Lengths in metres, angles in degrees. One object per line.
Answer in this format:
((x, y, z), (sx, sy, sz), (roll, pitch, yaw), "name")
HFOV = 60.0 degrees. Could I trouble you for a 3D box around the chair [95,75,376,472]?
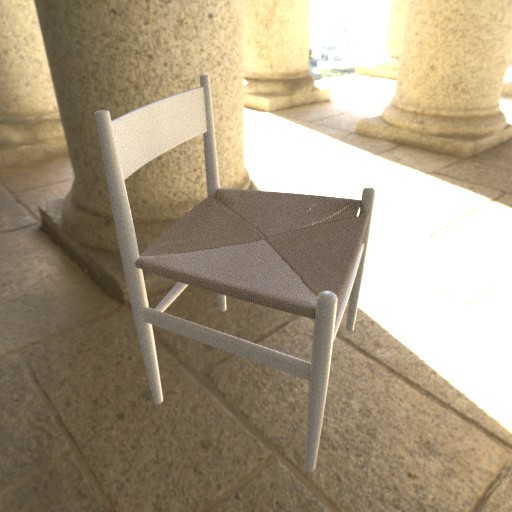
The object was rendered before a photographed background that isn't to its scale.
((0.000, 0.000, 1.108), (0.495, 0.762, 0.556), (11, 33, 17), "chair")
